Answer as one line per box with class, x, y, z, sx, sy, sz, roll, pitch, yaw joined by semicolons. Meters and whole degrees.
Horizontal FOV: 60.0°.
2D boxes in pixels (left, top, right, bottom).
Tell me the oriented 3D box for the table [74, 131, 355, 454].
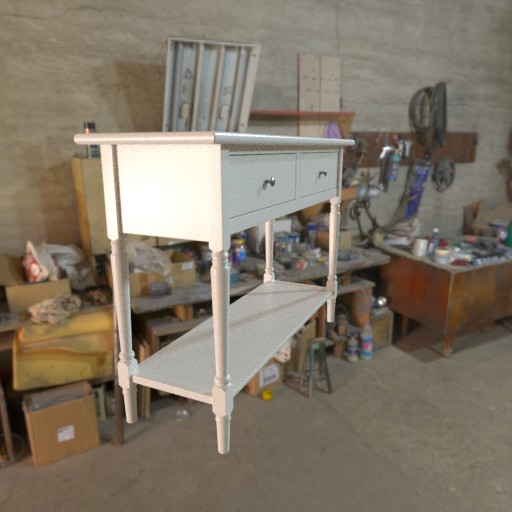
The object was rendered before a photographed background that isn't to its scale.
table;0.000;0.000;1.578;0.386;0.814;1.191;6;15;25
